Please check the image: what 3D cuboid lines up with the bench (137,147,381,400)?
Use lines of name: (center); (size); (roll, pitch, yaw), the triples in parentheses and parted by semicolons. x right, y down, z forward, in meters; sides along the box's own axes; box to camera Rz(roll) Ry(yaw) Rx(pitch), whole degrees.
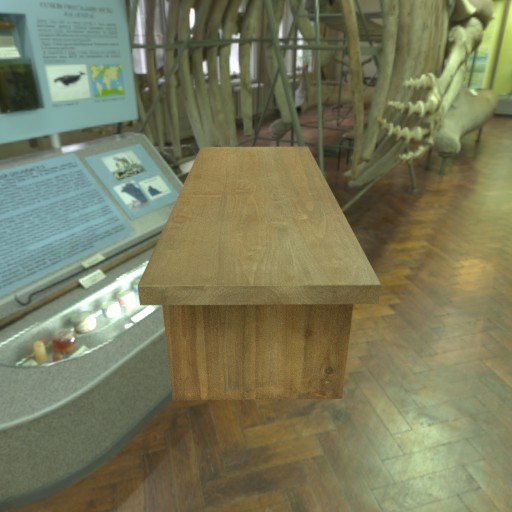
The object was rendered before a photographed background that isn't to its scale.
bench: (0.000, 0.000, 1.463); (0.458, 0.458, 1.183); (0, 26, -1)
